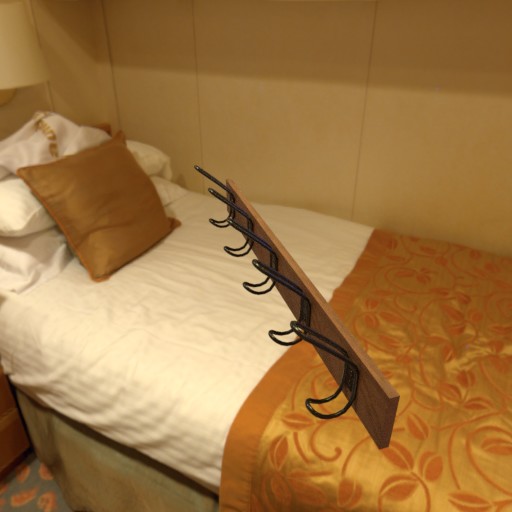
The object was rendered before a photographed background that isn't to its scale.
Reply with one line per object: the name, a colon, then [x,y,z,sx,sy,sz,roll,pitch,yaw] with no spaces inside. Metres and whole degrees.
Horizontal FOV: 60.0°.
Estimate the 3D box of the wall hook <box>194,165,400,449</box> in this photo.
wall hook: [0.000,0.000,0.591,0.076,0.116,0.554,-9,31,-15]
